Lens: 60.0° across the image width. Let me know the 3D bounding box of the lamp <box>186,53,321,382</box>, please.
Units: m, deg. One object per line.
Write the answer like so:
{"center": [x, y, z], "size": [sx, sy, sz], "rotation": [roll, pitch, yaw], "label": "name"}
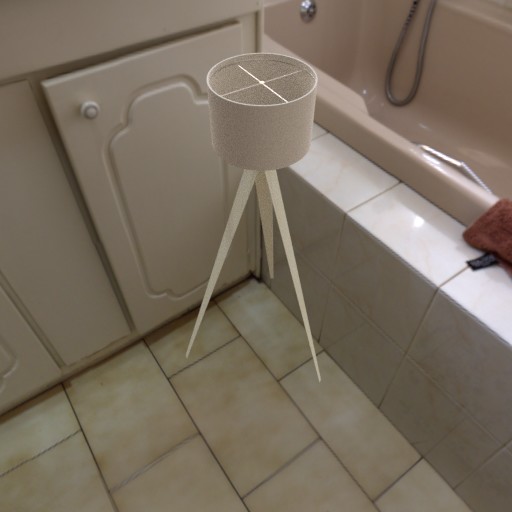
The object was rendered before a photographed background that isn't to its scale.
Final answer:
{"center": [0.000, 0.000, 1.912], "size": [0.716, 1.524, 0.724], "rotation": [-26, 53, -21], "label": "lamp"}
